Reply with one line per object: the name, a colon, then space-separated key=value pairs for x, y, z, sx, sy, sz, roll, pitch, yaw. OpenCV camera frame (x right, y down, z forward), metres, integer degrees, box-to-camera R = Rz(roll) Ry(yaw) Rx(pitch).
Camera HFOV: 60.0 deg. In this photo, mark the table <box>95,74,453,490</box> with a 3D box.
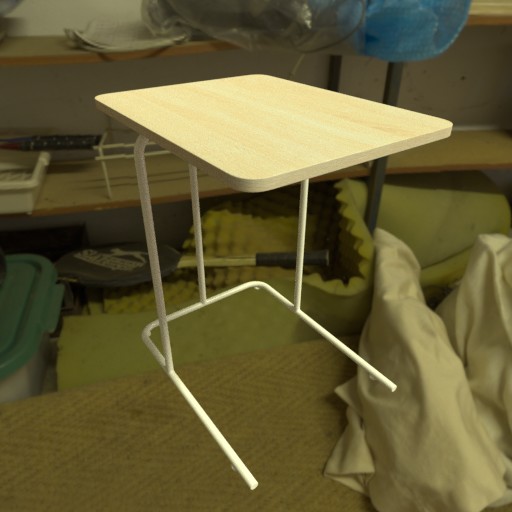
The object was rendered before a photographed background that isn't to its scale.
table: x=0.000 y=0.000 z=0.845 sx=0.370 sy=0.550 sz=0.480 roll=-21 pitch=38 yaw=-30
